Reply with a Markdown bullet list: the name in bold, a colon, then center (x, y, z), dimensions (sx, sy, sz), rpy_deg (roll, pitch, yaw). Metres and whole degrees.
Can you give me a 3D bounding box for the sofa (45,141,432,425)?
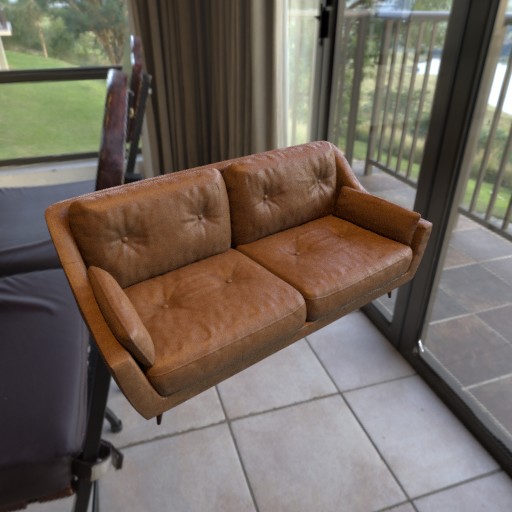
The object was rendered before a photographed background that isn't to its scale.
- **sofa**: center (0.000, 0.000, 2.372), dimensions (1.902, 0.839, 0.904), rpy_deg (-21, 36, -31)
